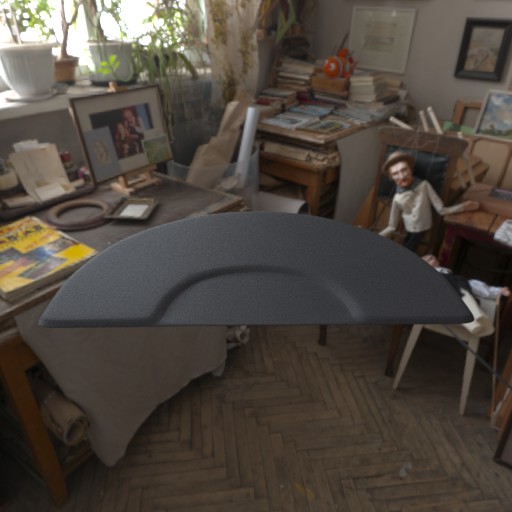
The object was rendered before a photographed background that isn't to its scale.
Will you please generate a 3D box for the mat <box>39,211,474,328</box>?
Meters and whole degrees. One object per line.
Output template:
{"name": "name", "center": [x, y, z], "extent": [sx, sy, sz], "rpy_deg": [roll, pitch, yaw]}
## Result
{"name": "mat", "center": [0.000, 0.000, 1.908], "extent": [1.525, 0.022, 0.917], "rpy_deg": [0, 31, -1]}
